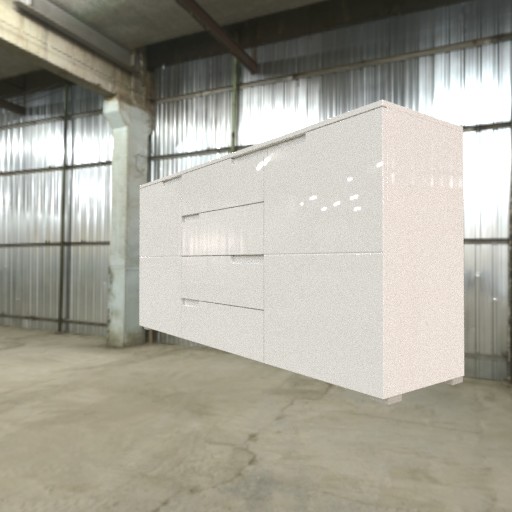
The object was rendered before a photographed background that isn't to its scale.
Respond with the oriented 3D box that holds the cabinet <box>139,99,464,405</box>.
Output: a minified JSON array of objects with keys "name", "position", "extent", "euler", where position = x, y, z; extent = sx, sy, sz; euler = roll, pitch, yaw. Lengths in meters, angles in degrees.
[{"name":"cabinet","position":[0.000,0.000,1.935],"extent":[0.400,0.800,1.650],"euler":[0,-1,-37]}]
